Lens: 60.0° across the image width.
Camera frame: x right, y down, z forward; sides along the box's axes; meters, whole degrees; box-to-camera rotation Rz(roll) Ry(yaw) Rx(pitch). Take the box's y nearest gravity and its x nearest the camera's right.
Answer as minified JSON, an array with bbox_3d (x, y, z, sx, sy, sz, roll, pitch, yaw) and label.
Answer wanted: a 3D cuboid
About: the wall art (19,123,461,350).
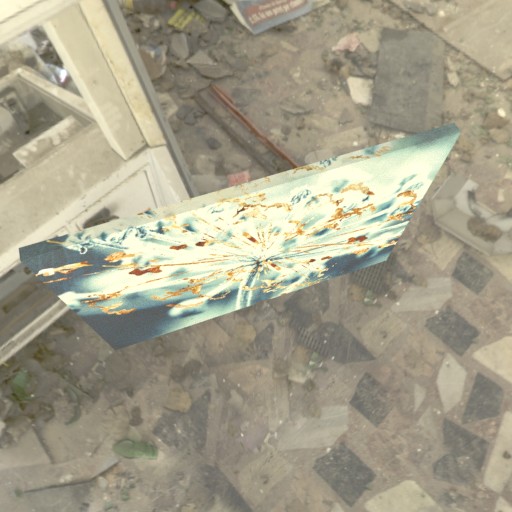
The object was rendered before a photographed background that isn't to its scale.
[{"bbox_3d":[0.000,0.000,1.429,1.138,0.759,0.035,-17,64,-9],"label":"wall art"}]
